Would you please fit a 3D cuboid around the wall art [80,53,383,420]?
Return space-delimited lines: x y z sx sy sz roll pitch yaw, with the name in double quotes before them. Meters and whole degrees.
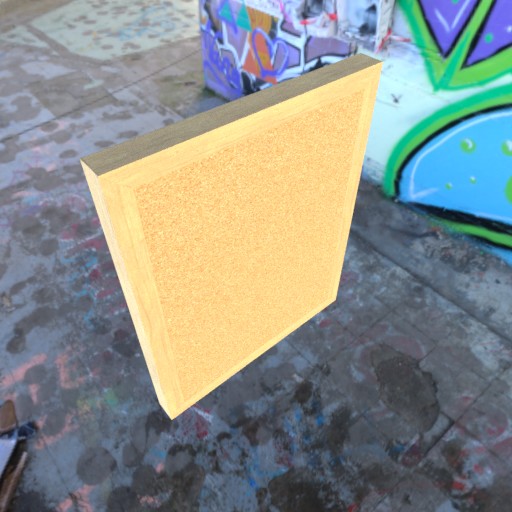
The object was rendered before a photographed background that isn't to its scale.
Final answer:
"wall art" 0.000 0.000 0.521 0.312 0.380 0.030 -31 53 -27
